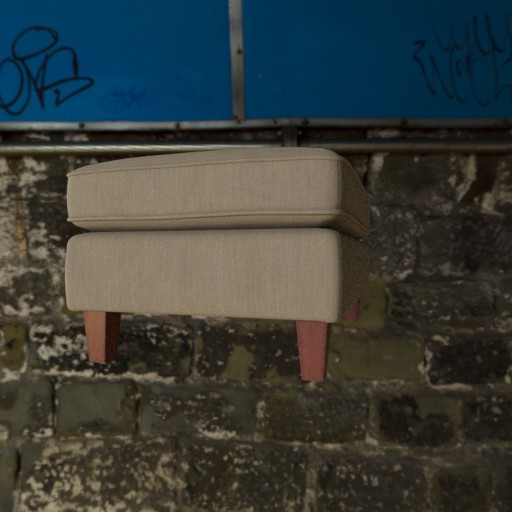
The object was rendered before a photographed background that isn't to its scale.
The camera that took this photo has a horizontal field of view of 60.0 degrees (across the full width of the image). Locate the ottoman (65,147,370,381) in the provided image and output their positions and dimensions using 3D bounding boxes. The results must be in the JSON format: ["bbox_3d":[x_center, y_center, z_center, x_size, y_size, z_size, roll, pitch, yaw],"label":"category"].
[{"bbox_3d":[0.000,0.000,1.326,0.636,0.480,0.941,0,0,17],"label":"ottoman"}]
